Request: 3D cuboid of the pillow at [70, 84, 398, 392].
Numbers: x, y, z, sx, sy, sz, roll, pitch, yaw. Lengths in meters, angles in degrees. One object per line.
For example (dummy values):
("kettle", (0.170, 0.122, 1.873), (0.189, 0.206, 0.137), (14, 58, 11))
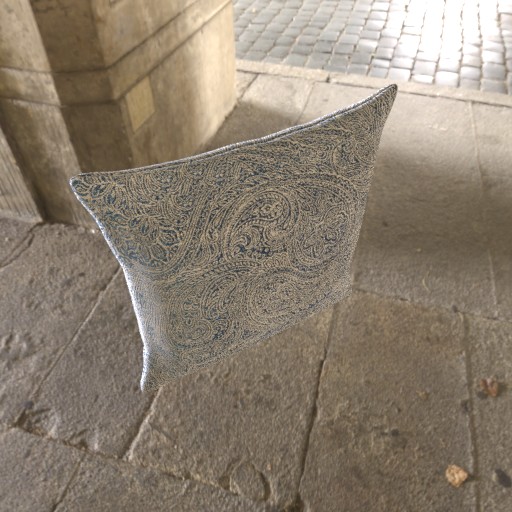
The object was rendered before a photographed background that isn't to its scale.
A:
("pillow", (0.000, 0.000, 0.793), (0.523, 0.510, 0.166), (-22, 50, -20))
